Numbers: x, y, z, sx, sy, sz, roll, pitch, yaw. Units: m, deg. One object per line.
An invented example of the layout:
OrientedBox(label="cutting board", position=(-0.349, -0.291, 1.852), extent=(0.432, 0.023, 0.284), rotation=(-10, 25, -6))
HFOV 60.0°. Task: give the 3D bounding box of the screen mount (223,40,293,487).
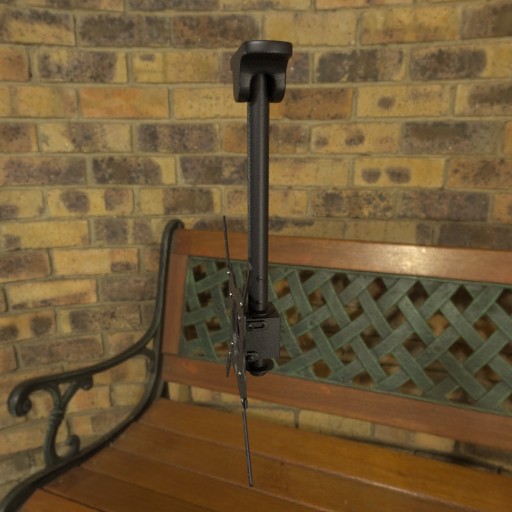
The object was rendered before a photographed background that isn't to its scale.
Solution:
OrientedBox(label="screen mount", position=(0.000, 0.000, 0.860), extent=(0.090, 0.729, 0.393), rotation=(-3, 15, -10))
